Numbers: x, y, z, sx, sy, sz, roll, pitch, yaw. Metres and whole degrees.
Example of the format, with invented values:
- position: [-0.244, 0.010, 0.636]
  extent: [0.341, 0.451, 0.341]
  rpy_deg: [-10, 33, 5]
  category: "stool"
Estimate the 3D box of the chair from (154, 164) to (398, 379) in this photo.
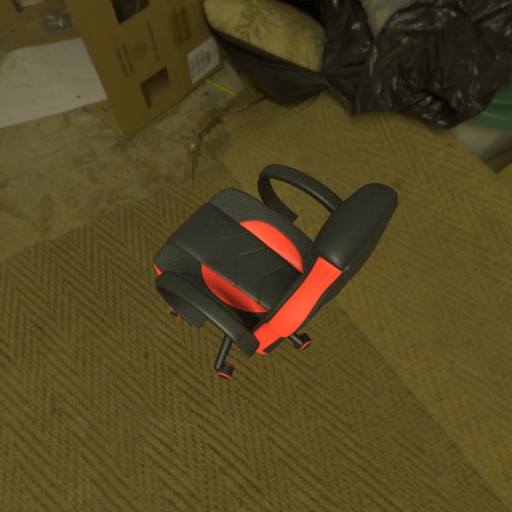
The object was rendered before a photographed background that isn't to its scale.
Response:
- position: [0.000, 0.000, 1.405]
  extent: [0.642, 1.016, 0.600]
  rpy_deg: [35, 68, 17]
  category: "chair"
